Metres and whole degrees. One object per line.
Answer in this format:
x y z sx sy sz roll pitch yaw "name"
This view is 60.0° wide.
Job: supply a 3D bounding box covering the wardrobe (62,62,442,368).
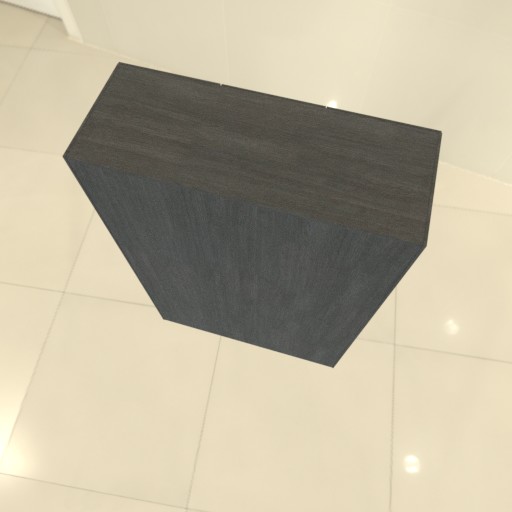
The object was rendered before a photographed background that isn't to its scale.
0.000 0.000 2.469 1.290 1.910 0.510 15 65 7 "wardrobe"
